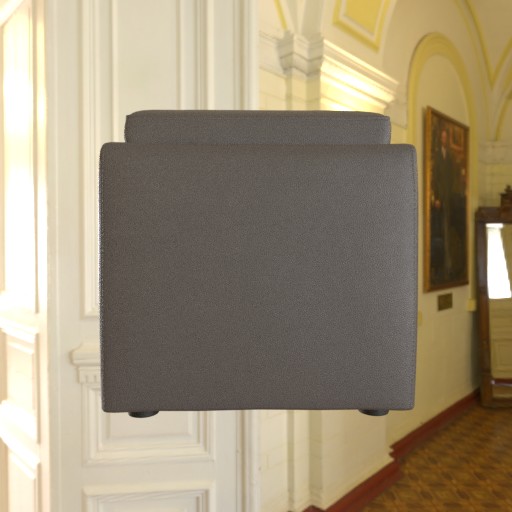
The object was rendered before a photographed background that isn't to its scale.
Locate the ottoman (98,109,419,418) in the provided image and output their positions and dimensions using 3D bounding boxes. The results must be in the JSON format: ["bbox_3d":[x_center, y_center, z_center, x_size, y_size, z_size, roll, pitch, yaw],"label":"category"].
[{"bbox_3d":[0.000,0.000,0.822,0.451,0.460,0.450,0,1,-1],"label":"ottoman"}]
